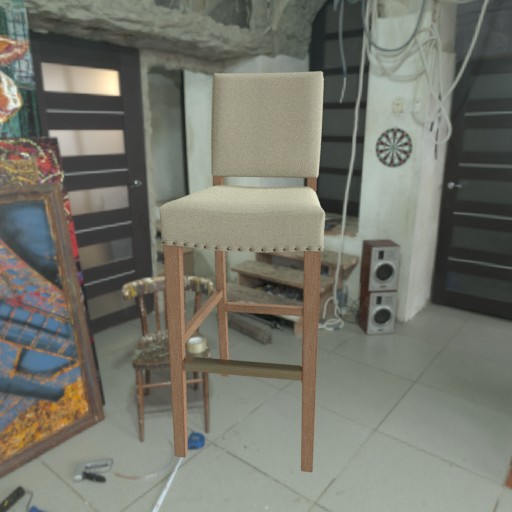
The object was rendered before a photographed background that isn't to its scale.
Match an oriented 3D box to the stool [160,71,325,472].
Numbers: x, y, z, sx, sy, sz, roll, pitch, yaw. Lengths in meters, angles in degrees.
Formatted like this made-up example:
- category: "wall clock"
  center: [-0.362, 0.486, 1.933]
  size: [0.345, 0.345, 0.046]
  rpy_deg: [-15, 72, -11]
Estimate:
- category: "stool"
  center: [0.000, 0.000, 1.415]
  size: [0.428, 1.143, 0.546]
  rpy_deg: [3, 16, 9]
